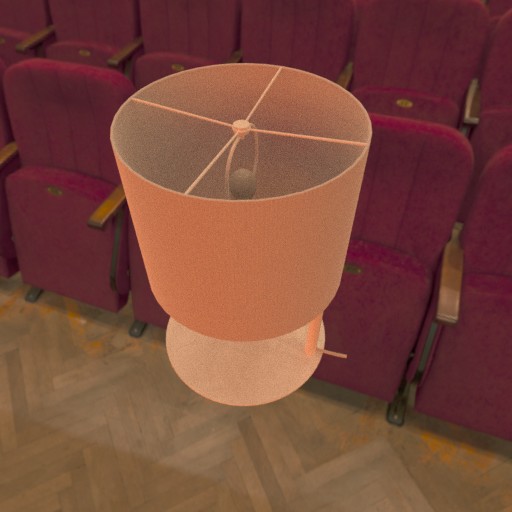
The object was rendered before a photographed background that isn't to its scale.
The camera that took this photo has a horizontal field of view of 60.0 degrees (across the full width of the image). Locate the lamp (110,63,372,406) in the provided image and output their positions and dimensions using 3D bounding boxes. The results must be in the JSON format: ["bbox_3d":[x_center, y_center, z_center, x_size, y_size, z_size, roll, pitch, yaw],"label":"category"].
[{"bbox_3d":[0.000,0.000,0.677,0.341,0.454,0.299,15,49,14],"label":"lamp"}]
